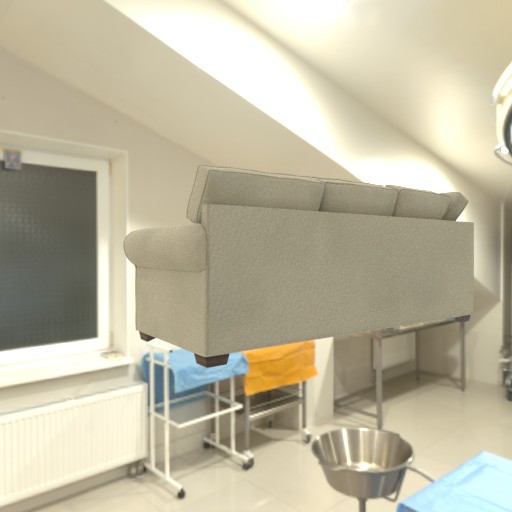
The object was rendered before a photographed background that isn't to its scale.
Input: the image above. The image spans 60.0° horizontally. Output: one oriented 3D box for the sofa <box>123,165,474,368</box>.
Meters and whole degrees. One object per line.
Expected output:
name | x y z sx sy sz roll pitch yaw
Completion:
sofa | 0.000 0.000 3.835 2.562 1.053 2.487 -1 1 -36
